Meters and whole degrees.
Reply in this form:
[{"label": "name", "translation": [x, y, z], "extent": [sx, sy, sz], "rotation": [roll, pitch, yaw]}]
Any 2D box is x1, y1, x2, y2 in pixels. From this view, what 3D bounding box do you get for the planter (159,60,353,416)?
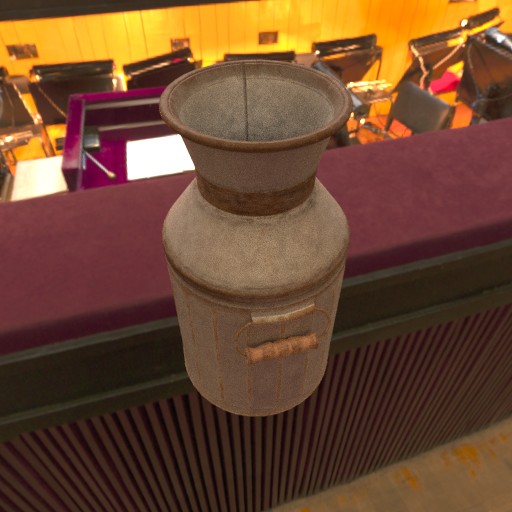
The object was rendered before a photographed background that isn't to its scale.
[{"label": "planter", "translation": [0.000, 0.000, 0.529], "extent": [0.214, 0.396, 0.245], "rotation": [-11, 46, -11]}]
